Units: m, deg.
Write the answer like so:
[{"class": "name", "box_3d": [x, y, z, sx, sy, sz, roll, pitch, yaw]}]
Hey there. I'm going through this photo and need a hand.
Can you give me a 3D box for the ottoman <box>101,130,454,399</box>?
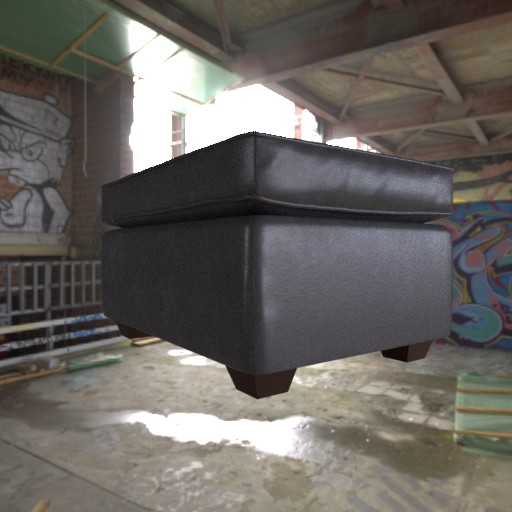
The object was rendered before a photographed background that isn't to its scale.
[{"class": "ottoman", "box_3d": [0.000, 0.000, 1.094, 0.554, 0.445, 0.756, -1, 1, -36]}]
